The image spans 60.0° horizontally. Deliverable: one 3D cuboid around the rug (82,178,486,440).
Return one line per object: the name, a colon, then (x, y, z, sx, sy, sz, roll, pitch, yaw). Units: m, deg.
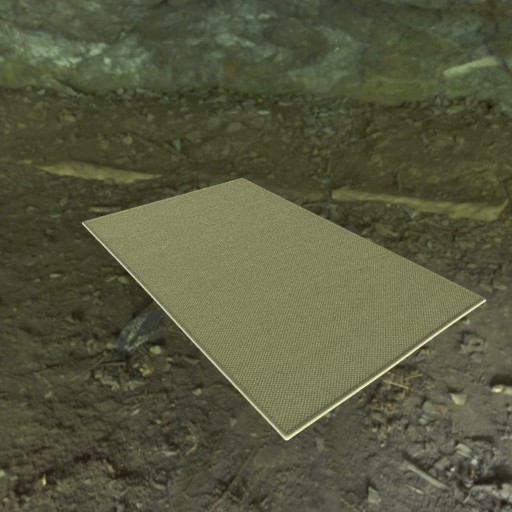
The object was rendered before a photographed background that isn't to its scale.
rug: (0.000, 0.000, 2.073, 1.067, 0.013, 1.676, -22, 37, -31)
